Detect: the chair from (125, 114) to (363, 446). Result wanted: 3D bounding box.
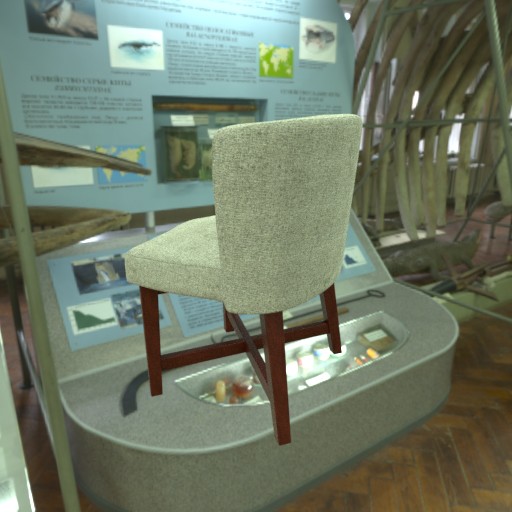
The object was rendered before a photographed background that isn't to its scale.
[{"bbox_3d":[0.000,0.000,1.359,0.575,0.827,0.728,8,19,24],"label":"chair"}]
